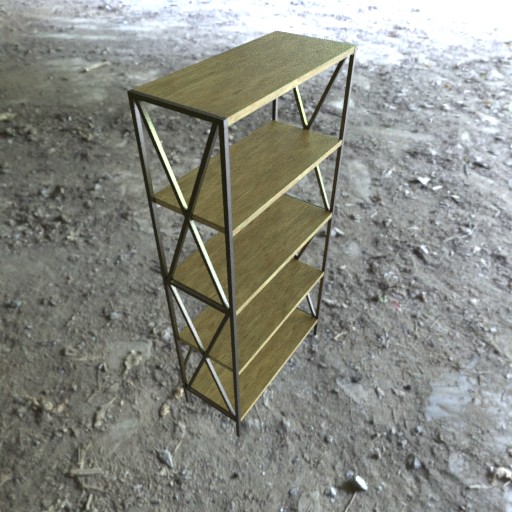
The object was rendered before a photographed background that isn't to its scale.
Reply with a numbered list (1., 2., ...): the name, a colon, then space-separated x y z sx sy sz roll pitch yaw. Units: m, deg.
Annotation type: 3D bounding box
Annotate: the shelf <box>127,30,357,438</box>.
1. shelf: 0.000 0.000 2.176 0.386 1.803 0.874 24 46 26
